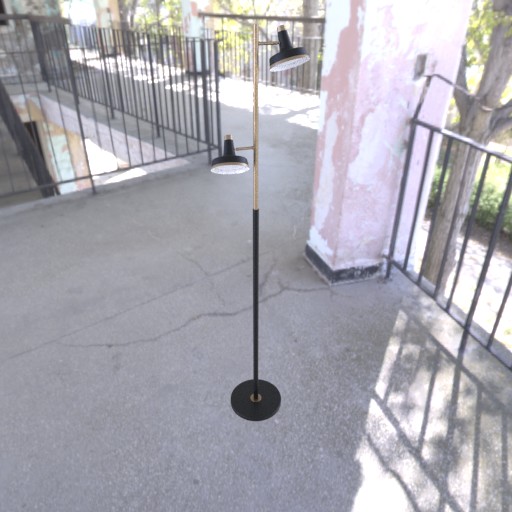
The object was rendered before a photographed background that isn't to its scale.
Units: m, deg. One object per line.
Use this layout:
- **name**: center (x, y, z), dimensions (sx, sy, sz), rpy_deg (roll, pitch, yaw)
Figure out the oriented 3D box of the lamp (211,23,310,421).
- **lamp**: center (0.000, 0.000, 1.800), dimensions (0.351, 1.674, 0.253), rpy_deg (-10, 31, -16)
